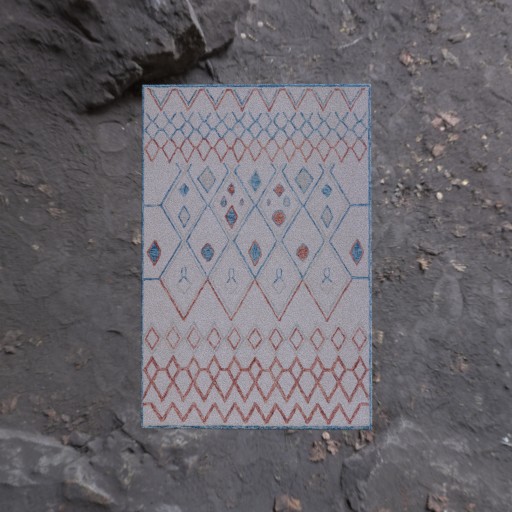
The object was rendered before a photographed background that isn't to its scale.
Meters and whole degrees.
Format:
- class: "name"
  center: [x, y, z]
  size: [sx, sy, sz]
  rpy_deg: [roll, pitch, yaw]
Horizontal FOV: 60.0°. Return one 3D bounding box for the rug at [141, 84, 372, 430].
- class: "rug"
  center: [0.000, 0.000, 2.352]
  size: [1.219, 0.016, 1.829]
  rpy_deg: [0, 89, 1]
